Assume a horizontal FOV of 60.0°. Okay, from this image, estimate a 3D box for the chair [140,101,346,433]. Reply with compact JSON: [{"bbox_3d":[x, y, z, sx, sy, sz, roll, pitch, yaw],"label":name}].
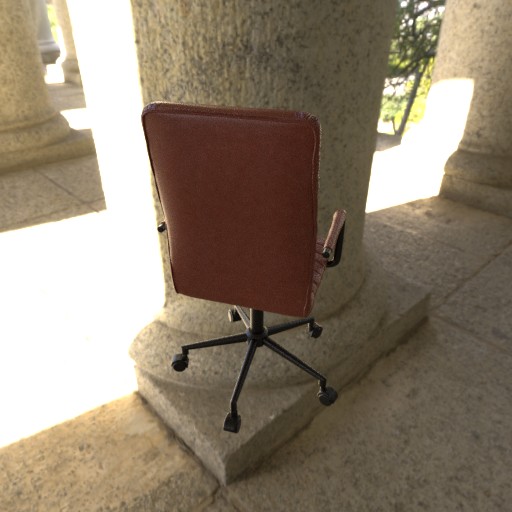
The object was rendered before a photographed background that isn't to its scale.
[{"bbox_3d":[0.000,0.000,1.364,0.608,0.979,0.580,9,32,15],"label":"chair"}]
